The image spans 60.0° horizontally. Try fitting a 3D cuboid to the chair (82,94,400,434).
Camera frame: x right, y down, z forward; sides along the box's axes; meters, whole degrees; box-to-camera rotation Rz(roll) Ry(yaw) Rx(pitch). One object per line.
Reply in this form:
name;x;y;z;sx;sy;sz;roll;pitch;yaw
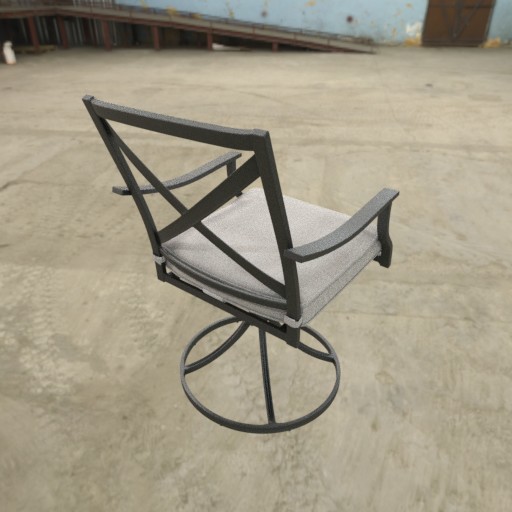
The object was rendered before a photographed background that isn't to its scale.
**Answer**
chair;0.000;0.000;1.239;0.575;0.889;0.620;21;37;32
